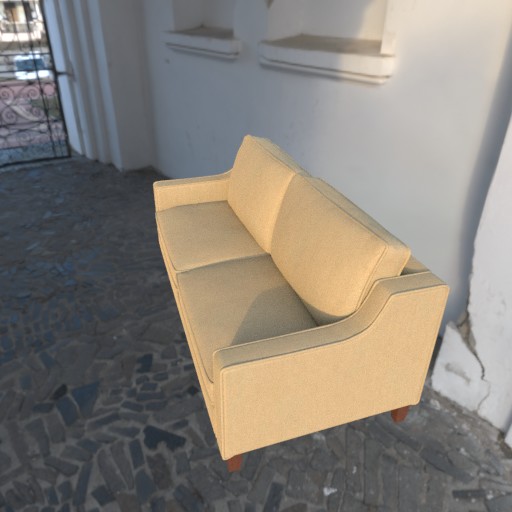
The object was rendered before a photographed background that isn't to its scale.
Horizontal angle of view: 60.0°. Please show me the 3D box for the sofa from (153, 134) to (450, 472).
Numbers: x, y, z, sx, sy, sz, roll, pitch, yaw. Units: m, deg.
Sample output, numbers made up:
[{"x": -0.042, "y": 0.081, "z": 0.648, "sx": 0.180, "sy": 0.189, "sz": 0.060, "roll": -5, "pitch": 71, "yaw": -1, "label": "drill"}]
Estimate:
[{"x": 0.000, "y": 0.000, "z": 2.837, "sx": 1.066, "sy": 1.071, "sz": 2.178, "roll": -9, "pitch": 31, "yaw": -16, "label": "sofa"}]
